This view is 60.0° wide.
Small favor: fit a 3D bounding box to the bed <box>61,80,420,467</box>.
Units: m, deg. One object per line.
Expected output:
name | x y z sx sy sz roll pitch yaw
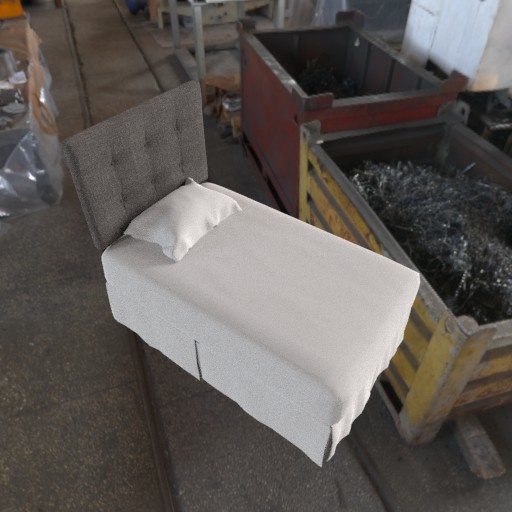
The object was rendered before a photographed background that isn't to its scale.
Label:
bed | 0.000 0.000 2.977 1.997 1.571 1.261 26 49 26
